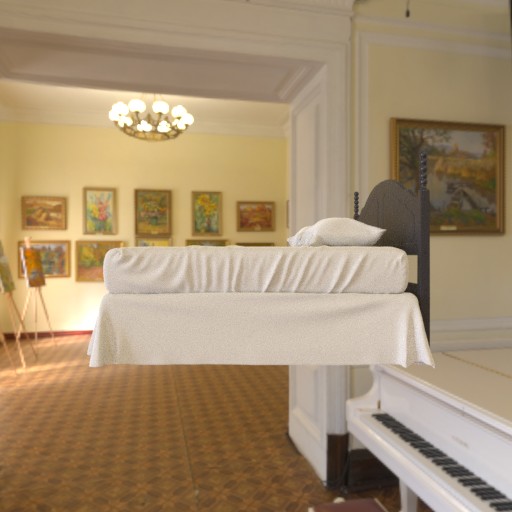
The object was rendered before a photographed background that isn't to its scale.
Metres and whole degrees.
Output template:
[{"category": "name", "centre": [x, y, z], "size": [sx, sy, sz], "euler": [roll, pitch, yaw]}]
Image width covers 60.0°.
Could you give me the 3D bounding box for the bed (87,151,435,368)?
[{"category": "bed", "centre": [0.000, 0.000, 3.763], "size": [2.219, 1.355, 2.322], "euler": [0, 0, 0]}]
